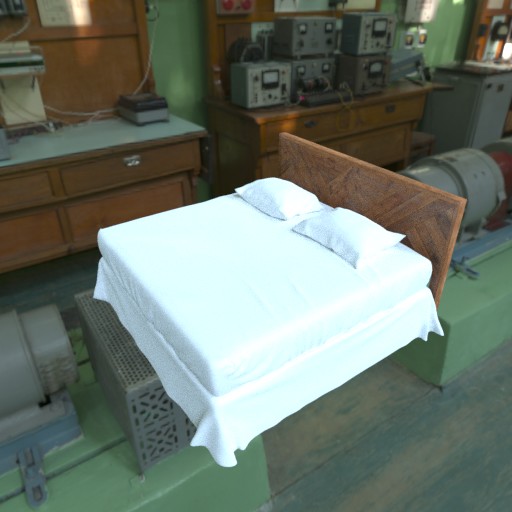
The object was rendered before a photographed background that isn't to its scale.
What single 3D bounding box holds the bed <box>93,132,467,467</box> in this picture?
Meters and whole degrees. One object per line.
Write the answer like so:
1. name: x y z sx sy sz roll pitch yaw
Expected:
1. bed: 0.000 0.000 3.514 2.165 1.158 2.255 -20 37 -29
